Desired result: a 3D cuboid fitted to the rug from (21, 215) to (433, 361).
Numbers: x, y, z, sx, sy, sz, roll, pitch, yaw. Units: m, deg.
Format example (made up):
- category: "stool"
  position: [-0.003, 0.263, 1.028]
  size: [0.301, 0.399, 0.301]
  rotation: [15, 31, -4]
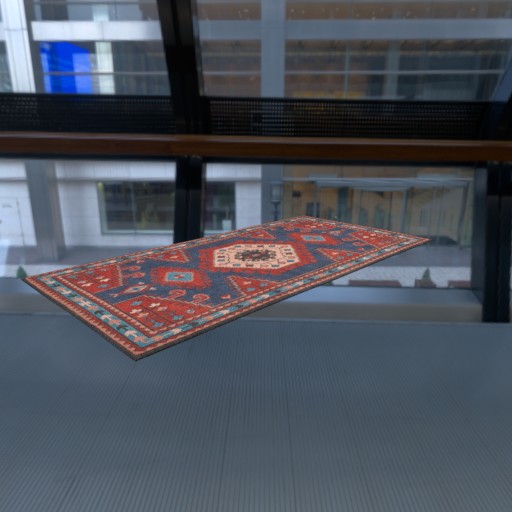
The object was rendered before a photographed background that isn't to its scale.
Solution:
- category: "rug"
  position: [0.000, 0.000, 3.537]
  size: [3.032, 0.034, 1.522]
  rotation: [-16, 23, -42]
